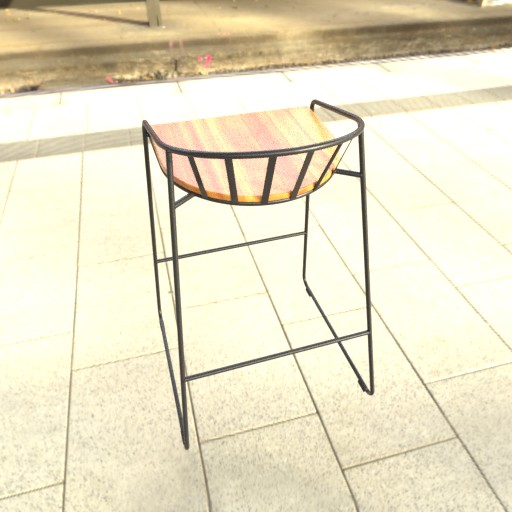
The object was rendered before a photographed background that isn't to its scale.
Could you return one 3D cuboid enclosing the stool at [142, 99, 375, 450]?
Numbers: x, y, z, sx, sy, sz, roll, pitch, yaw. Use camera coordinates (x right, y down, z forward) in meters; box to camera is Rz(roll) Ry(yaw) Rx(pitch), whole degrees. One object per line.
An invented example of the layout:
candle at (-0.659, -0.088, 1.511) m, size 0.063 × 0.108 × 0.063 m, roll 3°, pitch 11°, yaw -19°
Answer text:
stool at (0.000, 0.000, 1.142) m, size 0.546 × 0.812 × 0.521 m, roll -11°, pitch 41°, yaw -13°
